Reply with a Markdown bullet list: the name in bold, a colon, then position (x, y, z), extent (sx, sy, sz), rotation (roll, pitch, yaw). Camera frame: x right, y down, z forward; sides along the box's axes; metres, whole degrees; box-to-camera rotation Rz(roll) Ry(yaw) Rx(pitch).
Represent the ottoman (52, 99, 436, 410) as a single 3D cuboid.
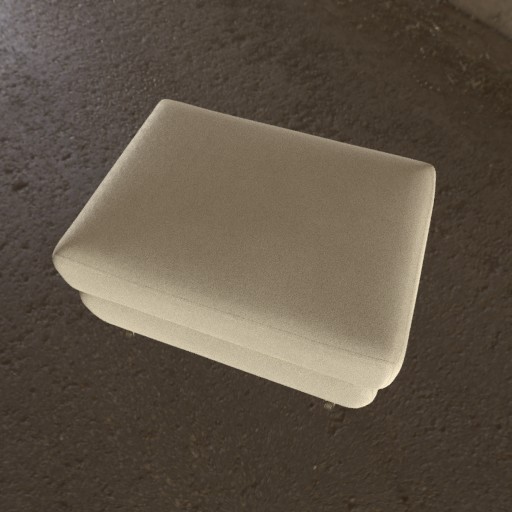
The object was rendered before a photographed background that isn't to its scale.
- **ottoman**: position (0.000, 0.000, 1.180), extent (0.773, 0.499, 0.569), rotation (17, 60, 10)
